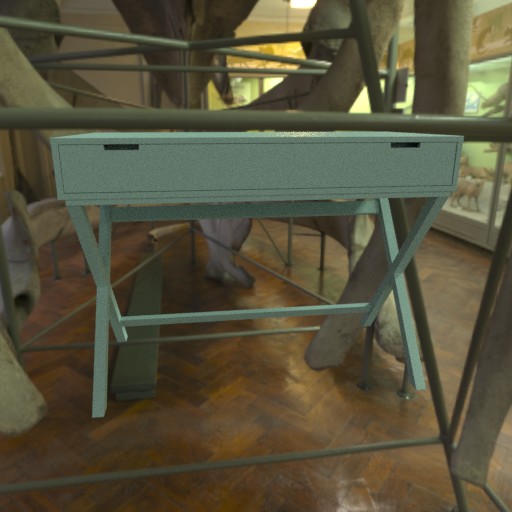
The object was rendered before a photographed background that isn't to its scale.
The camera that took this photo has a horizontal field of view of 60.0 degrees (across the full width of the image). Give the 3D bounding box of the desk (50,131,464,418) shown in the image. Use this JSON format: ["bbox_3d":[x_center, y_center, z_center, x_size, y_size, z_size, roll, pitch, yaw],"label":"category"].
[{"bbox_3d":[0.000,0.000,1.472,1.059,0.780,0.509,-2,17,-7],"label":"desk"}]
